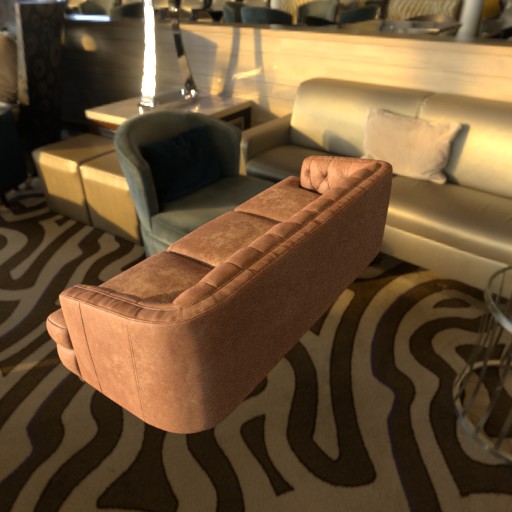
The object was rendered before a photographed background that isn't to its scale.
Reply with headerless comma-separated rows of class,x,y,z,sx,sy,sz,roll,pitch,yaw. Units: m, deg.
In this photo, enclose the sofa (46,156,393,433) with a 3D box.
sofa,0.000,0.000,2.694,0.922,0.791,2.257,21,38,30
